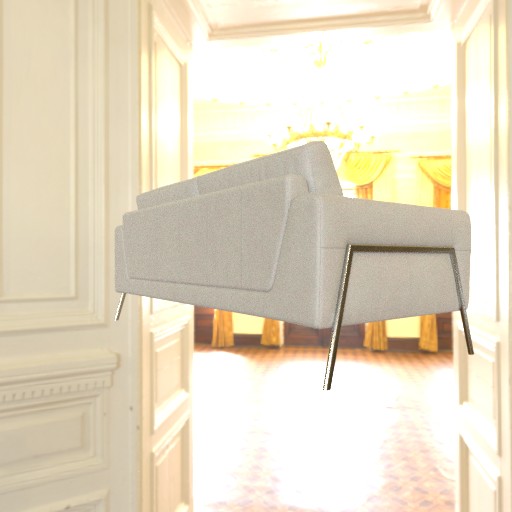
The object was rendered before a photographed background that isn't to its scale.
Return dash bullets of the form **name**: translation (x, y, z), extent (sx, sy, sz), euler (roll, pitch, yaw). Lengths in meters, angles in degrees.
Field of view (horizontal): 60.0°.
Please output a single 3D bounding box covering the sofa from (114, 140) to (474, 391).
- **sofa**: translation (0.000, 0.000, 2.503), extent (0.953, 0.875, 2.017), euler (0, 0, -36)
